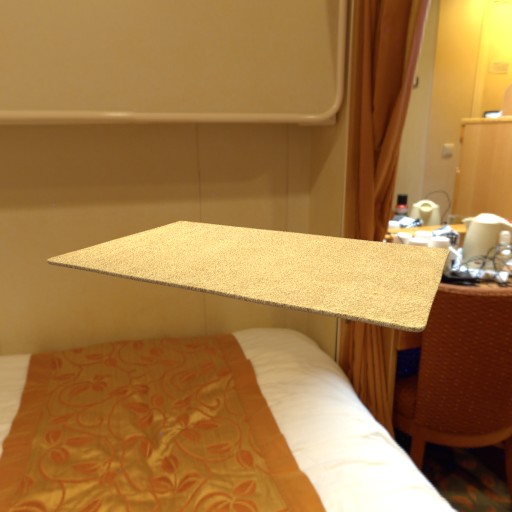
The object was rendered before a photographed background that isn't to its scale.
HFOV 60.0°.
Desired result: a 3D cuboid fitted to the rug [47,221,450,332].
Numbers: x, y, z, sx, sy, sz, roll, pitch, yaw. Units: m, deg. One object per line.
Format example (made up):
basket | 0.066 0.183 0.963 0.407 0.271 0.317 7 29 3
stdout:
rug | 0.000 0.000 3.026 2.349 0.025 1.500 8 17 26
